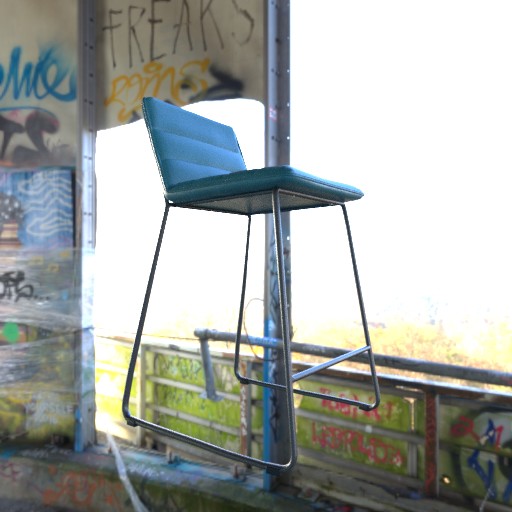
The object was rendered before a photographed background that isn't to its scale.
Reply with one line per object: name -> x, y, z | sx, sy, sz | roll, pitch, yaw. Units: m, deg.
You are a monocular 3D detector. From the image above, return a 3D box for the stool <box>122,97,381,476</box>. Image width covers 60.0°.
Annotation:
stool -> 0.000, 0.000, 1.195 | 0.524, 0.866, 0.489 | 0, 0, 37
